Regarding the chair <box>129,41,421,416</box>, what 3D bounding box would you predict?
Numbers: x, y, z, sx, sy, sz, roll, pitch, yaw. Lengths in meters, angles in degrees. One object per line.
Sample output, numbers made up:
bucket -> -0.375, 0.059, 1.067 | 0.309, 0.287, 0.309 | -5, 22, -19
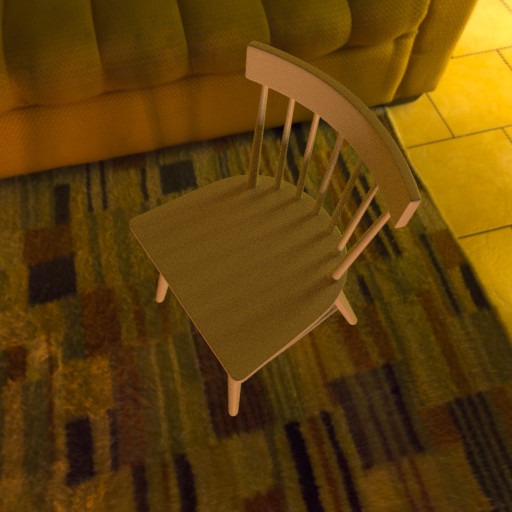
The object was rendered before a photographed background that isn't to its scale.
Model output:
chair -> 0.000, 0.000, 1.106 | 0.500, 0.787, 0.483 | -32, 67, -15
